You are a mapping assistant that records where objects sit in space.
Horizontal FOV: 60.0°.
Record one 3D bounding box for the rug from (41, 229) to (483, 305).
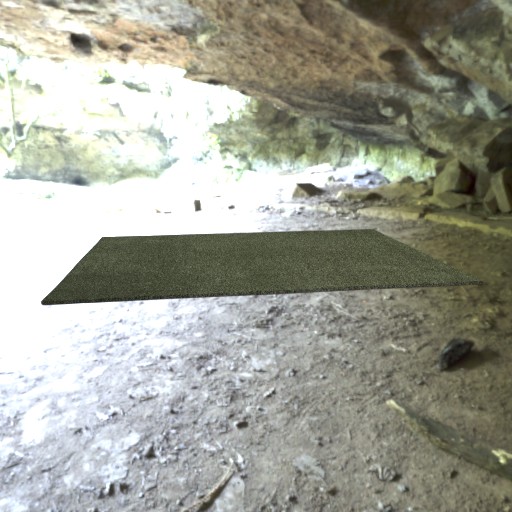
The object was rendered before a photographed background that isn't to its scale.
[{"bbox_3d":[0.000,0.000,3.530,2.699,0.026,1.802,-2,14,-8],"label":"rug"}]
